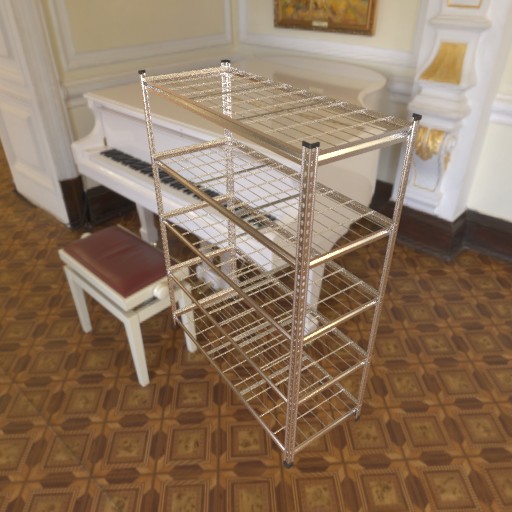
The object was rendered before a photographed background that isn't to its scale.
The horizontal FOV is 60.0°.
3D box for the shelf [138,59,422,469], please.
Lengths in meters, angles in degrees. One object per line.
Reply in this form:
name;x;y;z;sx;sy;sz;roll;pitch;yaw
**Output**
shelf;0.000;0.000;2.741;0.610;1.981;1.524;-21;39;-29
